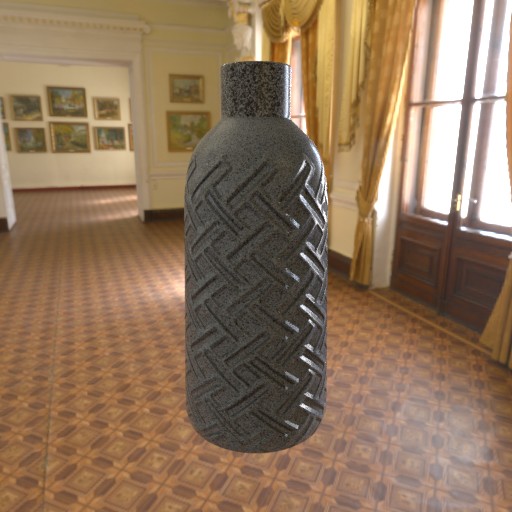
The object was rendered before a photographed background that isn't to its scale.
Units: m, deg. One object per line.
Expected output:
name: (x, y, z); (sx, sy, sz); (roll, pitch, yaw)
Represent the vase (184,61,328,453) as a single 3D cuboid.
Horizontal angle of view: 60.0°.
vase: (0.000, 0.000, 0.355); (0.122, 0.282, 0.122); (0, 15, 0)
